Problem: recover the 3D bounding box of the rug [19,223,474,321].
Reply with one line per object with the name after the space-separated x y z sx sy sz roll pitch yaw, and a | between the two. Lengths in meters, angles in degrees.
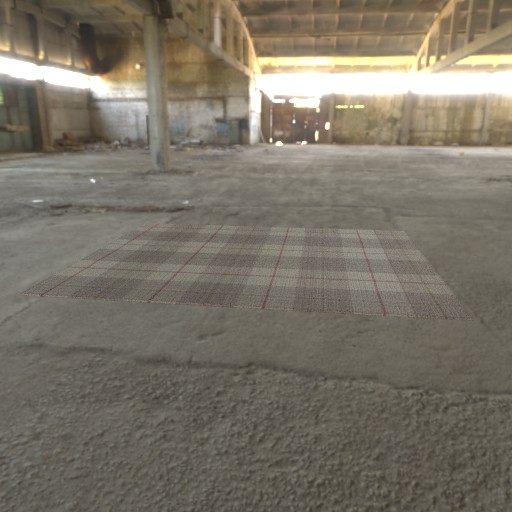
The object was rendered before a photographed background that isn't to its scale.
0.000 0.000 3.951 2.959 0.016 2.317 2 17 8 | rug
